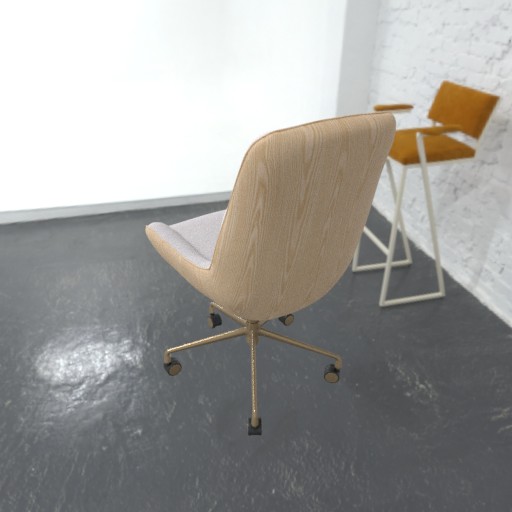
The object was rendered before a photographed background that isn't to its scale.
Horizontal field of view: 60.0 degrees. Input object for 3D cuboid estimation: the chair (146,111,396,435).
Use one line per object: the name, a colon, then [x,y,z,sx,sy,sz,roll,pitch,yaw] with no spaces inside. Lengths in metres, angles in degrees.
chair: [0.000,0.000,1.376,0.564,0.952,0.668,-18,35,-29]
